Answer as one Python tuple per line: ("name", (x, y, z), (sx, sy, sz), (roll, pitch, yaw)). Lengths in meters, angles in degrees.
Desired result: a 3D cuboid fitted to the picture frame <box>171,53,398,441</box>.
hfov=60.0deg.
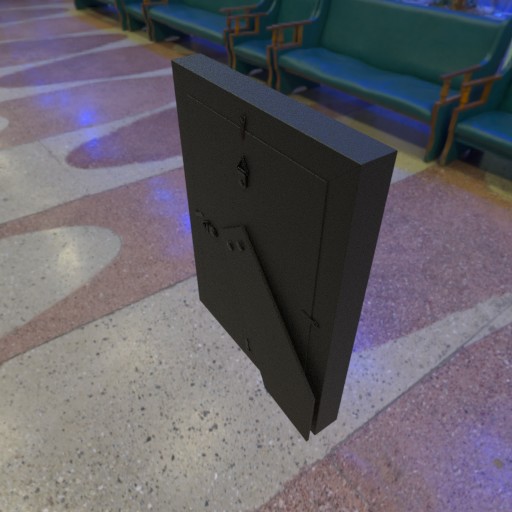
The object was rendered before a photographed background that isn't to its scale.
("picture frame", (0.000, 0.000, 0.288), (0.028, 0.208, 0.157), (-25, 46, -26))
